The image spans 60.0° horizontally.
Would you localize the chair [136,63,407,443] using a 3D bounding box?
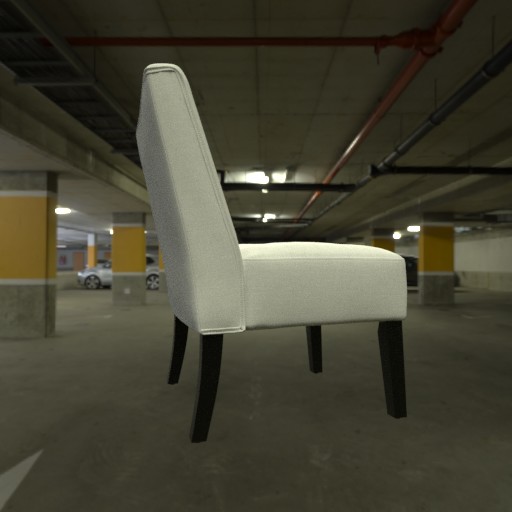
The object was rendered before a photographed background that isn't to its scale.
[{"bbox_3d":[0.000,0.000,1.314,0.676,0.853,0.569,0,-1,-17],"label":"chair"}]
